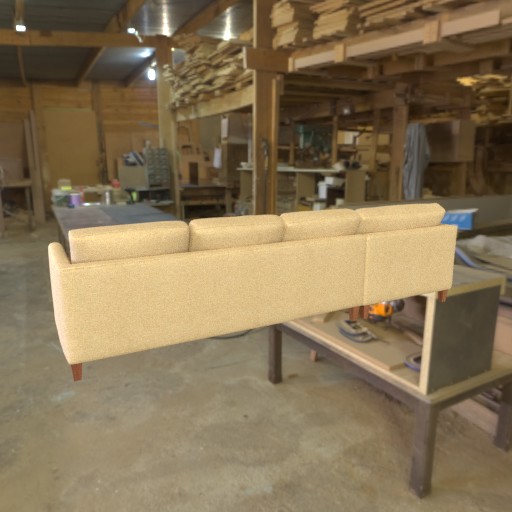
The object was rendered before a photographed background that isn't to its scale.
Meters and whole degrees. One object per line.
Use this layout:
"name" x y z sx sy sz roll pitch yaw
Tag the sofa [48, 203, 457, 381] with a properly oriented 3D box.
"sofa" 0.000 0.000 3.777 3.201 0.876 1.502 -7 15 -27
